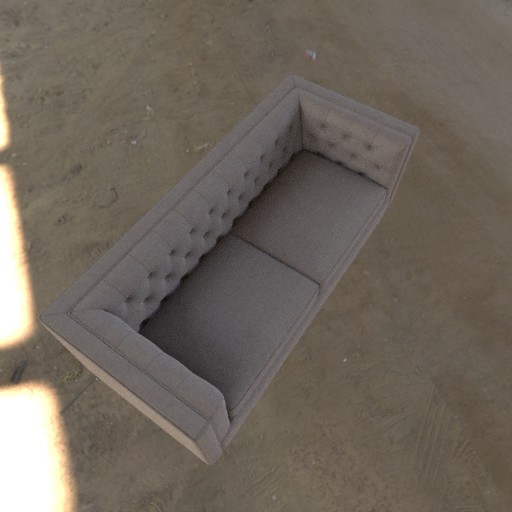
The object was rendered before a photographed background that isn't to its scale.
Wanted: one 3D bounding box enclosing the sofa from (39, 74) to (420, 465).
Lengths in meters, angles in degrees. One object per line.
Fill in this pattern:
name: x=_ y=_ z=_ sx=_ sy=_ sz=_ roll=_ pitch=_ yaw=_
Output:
sofa: x=0.000 y=0.000 z=2.242 sx=0.775 sy=0.762 sz=1.778 roll=30 pitch=63 yaw=18
